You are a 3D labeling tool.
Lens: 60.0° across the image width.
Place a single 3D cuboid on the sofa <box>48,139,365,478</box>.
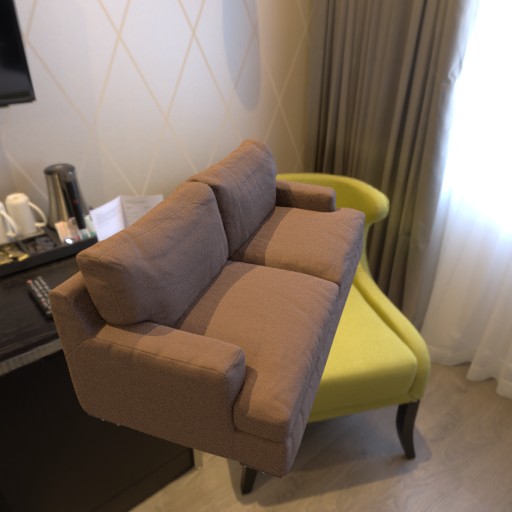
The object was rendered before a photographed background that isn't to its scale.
[{"bbox_3d":[0.000,0.000,2.816,1.140,0.950,2.274,10,31,17],"label":"sofa"}]
